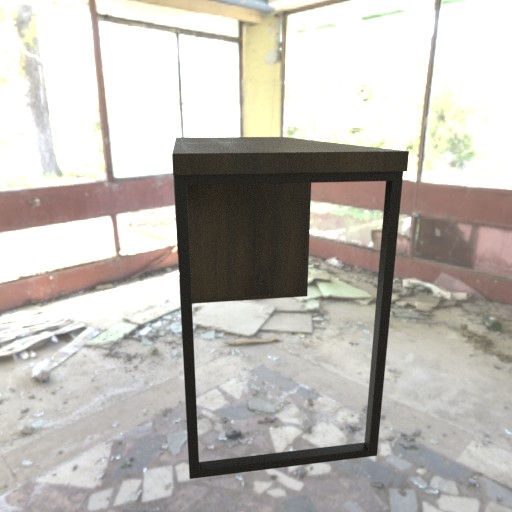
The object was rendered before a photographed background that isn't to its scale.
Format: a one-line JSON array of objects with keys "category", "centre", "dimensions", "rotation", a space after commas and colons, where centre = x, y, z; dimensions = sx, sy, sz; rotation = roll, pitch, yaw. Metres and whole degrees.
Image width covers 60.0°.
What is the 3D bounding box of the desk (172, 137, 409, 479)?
[{"category": "desk", "centre": [0.000, 0.000, 1.506], "dimensions": [0.511, 0.752, 1.134], "rotation": [-3, 17, -9]}]
